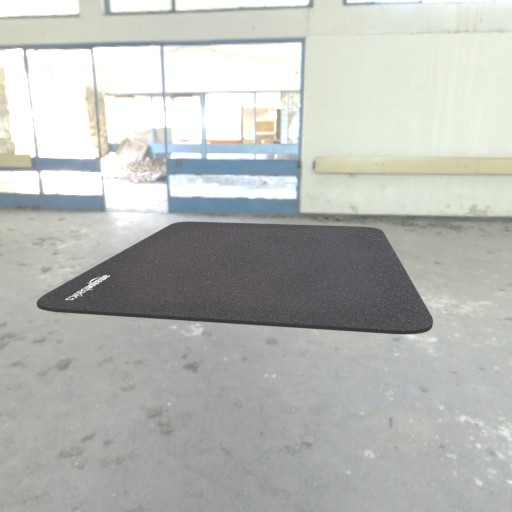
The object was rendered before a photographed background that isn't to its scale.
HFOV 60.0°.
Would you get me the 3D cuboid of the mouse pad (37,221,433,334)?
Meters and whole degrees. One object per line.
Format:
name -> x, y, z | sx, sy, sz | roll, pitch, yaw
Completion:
mouse pad -> 0.000, 0.000, 0.336 | 0.211, 0.002, 0.249 | 2, 15, 9
